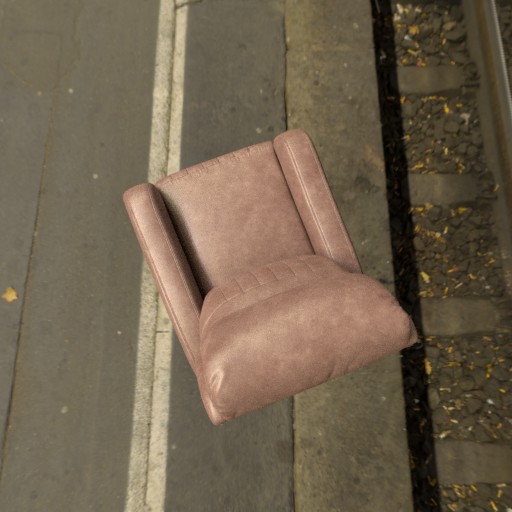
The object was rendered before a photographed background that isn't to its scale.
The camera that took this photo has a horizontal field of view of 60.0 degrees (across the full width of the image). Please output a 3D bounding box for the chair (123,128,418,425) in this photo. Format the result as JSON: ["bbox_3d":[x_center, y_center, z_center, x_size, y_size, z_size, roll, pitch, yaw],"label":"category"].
[{"bbox_3d":[0.000,0.000,1.830,0.865,1.067,1.067,-21,76,-5],"label":"chair"}]
